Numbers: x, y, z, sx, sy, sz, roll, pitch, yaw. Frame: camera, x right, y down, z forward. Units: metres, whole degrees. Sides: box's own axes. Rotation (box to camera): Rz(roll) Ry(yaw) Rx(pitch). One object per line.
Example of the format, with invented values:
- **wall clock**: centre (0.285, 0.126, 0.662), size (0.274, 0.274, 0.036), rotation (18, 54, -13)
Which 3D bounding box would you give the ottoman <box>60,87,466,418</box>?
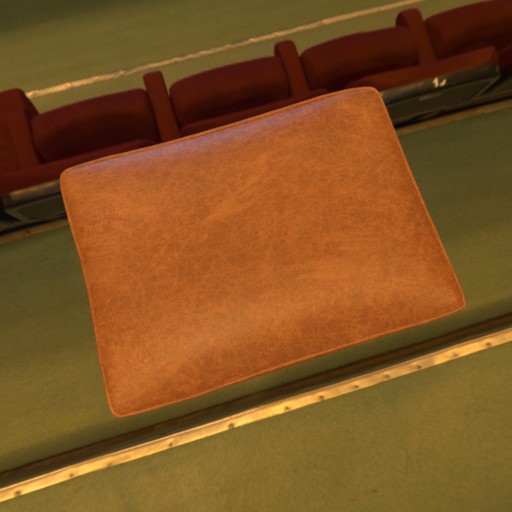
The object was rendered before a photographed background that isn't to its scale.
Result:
- **ottoman**: centre (0.000, 0.000, 1.105), size (0.756, 0.468, 0.554), rotation (-17, 77, -4)
